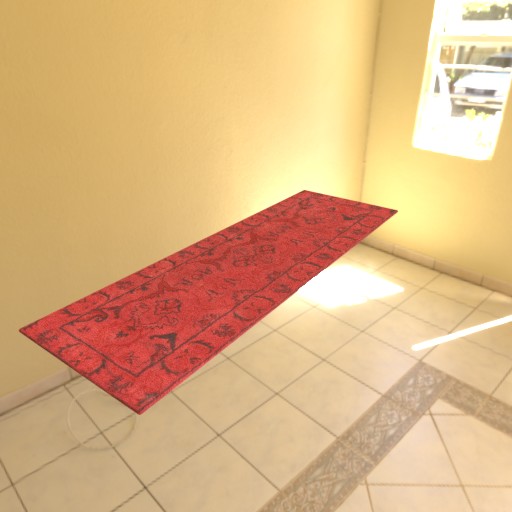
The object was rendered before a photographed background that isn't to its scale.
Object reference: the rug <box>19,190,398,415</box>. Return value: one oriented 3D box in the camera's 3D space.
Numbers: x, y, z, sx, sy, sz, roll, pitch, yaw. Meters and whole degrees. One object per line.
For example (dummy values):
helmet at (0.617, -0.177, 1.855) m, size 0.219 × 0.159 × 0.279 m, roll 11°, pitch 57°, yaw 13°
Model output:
rug at (0.000, 0.000, 2.620) m, size 0.813 × 0.018 × 2.439 m, roll 18°, pitch 32°, yaw 32°
